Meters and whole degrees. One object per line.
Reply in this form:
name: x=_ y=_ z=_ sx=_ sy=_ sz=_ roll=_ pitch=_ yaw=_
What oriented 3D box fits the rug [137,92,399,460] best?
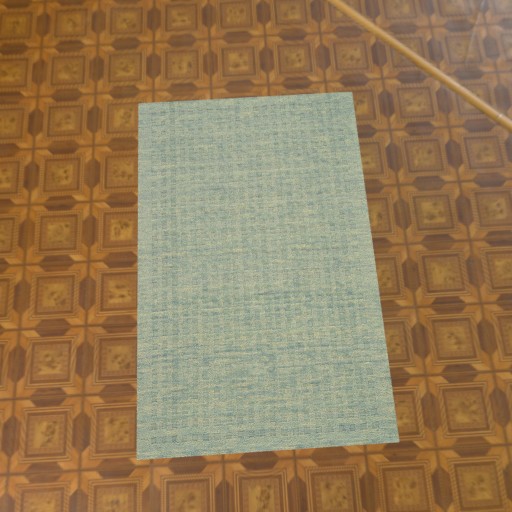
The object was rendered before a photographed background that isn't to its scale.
rug: x=0.000 y=0.000 z=2.147 sx=1.142 sy=0.006 sz=1.752 roll=-3 pitch=75 yaw=-1
